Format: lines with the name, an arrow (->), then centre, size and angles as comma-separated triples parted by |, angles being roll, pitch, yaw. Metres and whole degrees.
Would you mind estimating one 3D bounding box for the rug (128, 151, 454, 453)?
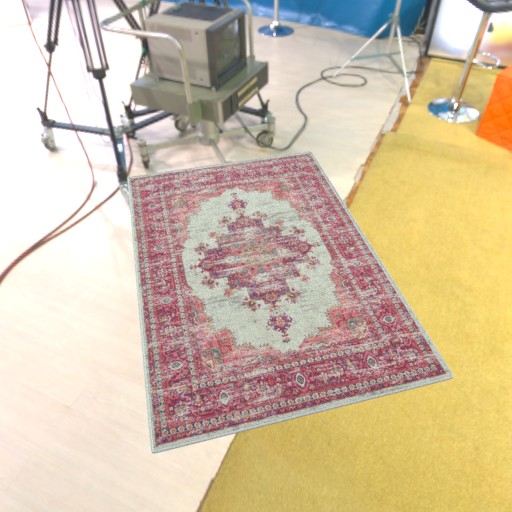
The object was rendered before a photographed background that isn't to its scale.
rug -> 0.000, 0.000, 2.916 | 1.555, 0.011, 2.232 | -10, 46, -10
